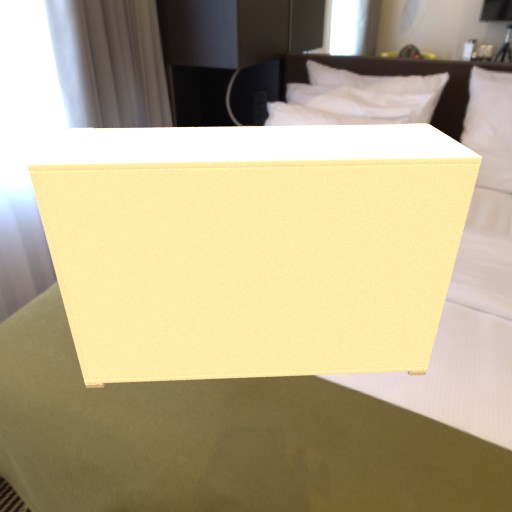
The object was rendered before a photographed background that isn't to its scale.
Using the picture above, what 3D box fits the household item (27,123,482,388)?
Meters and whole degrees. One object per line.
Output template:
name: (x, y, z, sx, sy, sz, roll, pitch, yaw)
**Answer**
household item: (0.000, 0.000, 1.661, 1.300, 0.867, 0.420, -1, 30, -3)
